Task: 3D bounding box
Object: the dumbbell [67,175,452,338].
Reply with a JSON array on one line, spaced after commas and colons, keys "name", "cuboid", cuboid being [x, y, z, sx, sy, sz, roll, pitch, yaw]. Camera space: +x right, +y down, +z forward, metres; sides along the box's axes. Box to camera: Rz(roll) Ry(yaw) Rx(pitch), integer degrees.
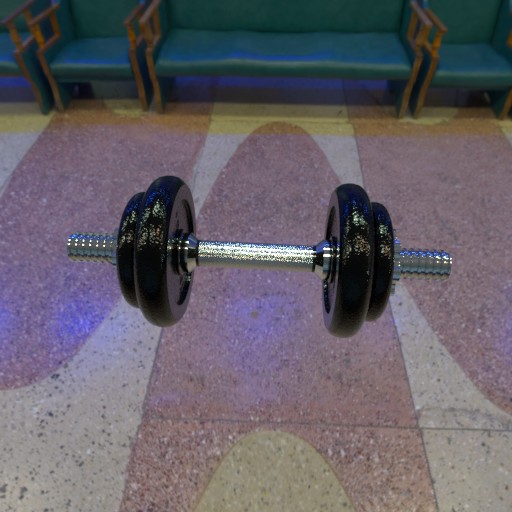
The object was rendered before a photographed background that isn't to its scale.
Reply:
[{"name": "dumbbell", "cuboid": [0.000, 0.000, 0.591, 0.497, 0.202, 0.202, 3, 47, 3]}]
